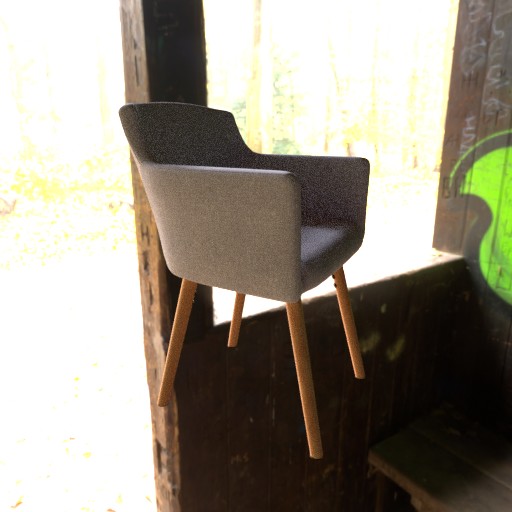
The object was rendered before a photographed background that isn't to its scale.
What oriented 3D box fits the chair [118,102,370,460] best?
[{"bbox_3d":[0.000,0.000,1.174,0.540,0.780,0.570,8,18,26],"label":"chair"}]
